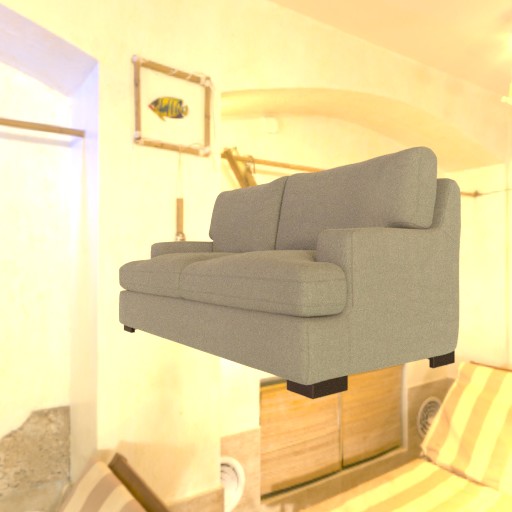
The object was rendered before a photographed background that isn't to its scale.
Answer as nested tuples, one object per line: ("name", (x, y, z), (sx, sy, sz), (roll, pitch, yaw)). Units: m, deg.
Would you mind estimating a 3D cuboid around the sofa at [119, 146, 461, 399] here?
("sofa", (0.000, 0.000, 2.450), (0.962, 0.980, 1.855), (0, -1, -36))
